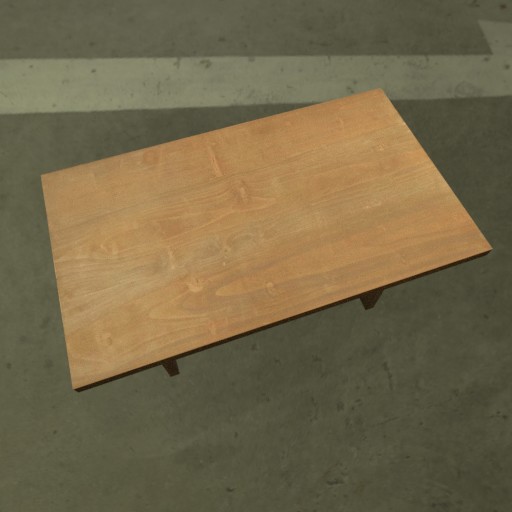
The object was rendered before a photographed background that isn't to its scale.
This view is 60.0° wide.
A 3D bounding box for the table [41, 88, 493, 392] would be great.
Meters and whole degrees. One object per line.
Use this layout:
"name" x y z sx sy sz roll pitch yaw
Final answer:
"table" 0.000 0.000 2.141 1.609 0.780 0.946 -17 63 -9
